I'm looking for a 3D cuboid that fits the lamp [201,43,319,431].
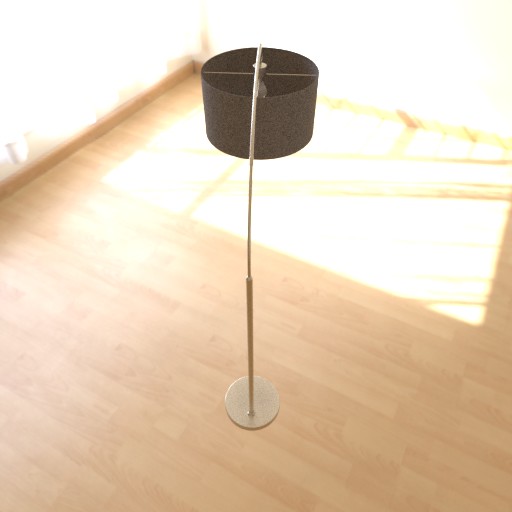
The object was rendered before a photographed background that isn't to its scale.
[{"bbox_3d":[0.000,0.000,2.082,0.452,1.735,0.934,3,46,2],"label":"lamp"}]
